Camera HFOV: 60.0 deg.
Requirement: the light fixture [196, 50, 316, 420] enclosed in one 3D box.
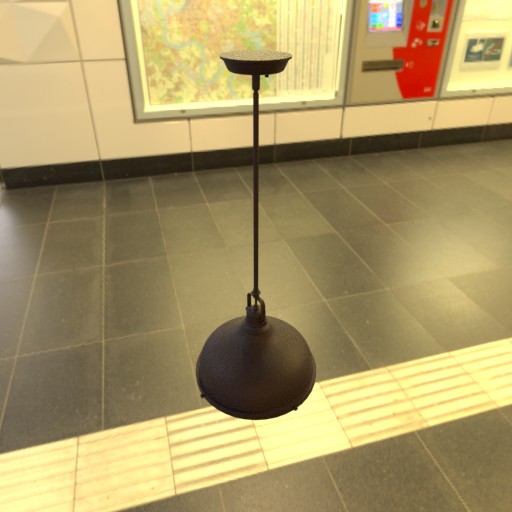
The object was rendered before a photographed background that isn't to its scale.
[{"bbox_3d":[0.000,0.000,1.018,0.341,0.849,0.341,-21,37,-30],"label":"light fixture"}]
